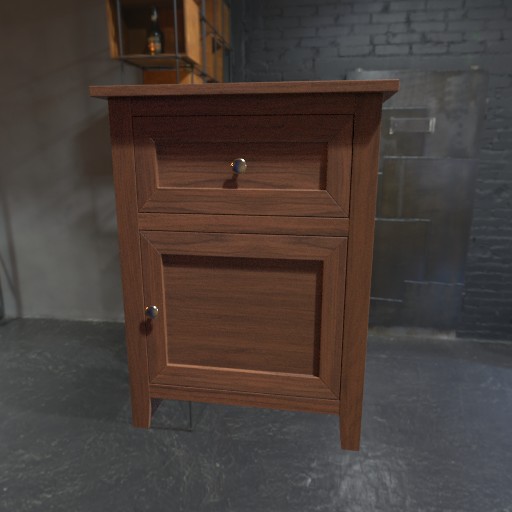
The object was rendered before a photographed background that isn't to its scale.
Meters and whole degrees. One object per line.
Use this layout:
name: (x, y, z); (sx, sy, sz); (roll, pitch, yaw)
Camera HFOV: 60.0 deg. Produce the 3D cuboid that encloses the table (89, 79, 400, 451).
table: (0.000, 0.000, 0.932); (0.480, 0.636, 0.381); (2, 14, 9)
